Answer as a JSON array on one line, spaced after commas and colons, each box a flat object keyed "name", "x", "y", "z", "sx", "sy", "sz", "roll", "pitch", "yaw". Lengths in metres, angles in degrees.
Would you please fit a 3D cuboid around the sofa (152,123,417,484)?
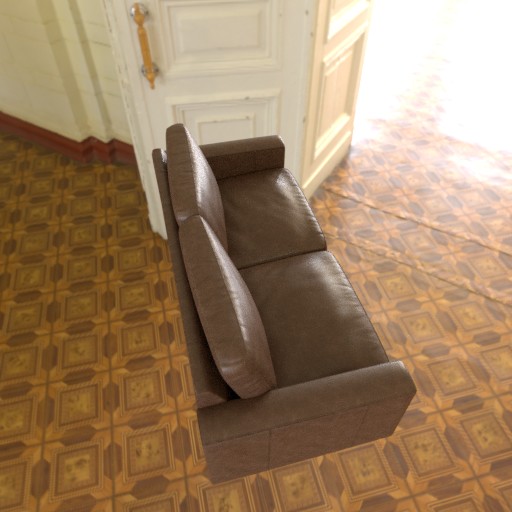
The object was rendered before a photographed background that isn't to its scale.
[{"name": "sofa", "x": 0.000, "y": 0.000, "z": 2.694, "sx": 1.016, "sy": 0.873, "sz": 2.179, "roll": -11, "pitch": 48, "yaw": -10}]
